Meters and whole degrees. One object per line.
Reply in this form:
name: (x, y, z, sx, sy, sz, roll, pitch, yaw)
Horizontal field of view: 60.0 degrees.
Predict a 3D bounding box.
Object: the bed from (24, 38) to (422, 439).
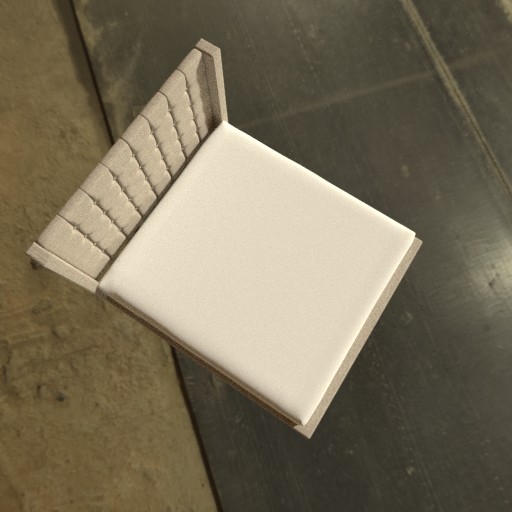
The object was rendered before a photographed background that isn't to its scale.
bed: (0.000, 0.000, 3.810, 2.372, 1.748, 2.044, 32, 77, 8)
